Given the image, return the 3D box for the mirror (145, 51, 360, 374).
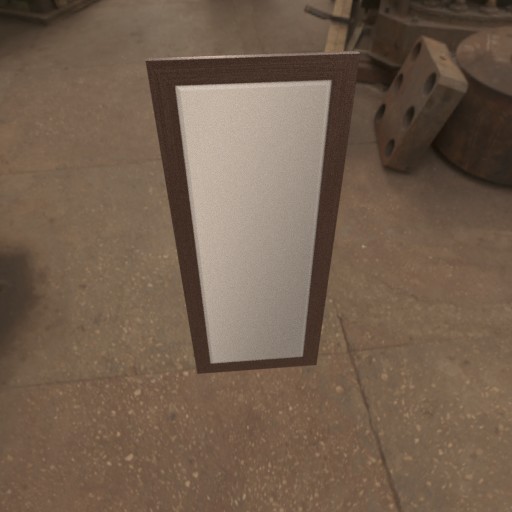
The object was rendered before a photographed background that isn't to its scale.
[{"bbox_3d":[0.000,0.000,2.353,0.812,2.020,0.221,-3,47,-3],"label":"mirror"}]
